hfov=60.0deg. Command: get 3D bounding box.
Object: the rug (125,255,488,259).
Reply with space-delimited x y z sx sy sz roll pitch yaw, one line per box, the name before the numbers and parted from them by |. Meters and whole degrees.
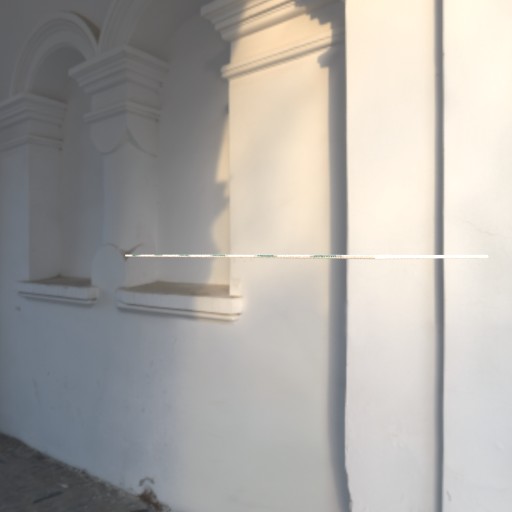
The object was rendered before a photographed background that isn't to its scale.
rug | 0.000 0.000 2.711 0.768 0.012 2.438 0 0 -36
